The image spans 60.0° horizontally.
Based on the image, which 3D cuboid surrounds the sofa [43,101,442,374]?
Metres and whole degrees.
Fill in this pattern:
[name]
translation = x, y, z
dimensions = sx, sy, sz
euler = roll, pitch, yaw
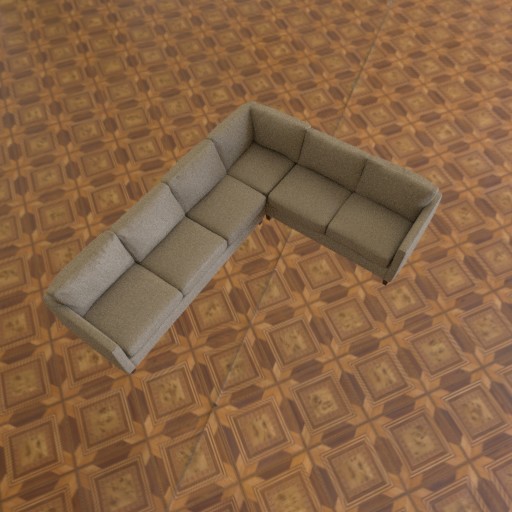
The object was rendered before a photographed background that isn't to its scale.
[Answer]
[sofa]
translation = 0.000, 0.000, 4.561
dimensions = 2.593, 0.947, 3.302
euler = 31, 63, 18
